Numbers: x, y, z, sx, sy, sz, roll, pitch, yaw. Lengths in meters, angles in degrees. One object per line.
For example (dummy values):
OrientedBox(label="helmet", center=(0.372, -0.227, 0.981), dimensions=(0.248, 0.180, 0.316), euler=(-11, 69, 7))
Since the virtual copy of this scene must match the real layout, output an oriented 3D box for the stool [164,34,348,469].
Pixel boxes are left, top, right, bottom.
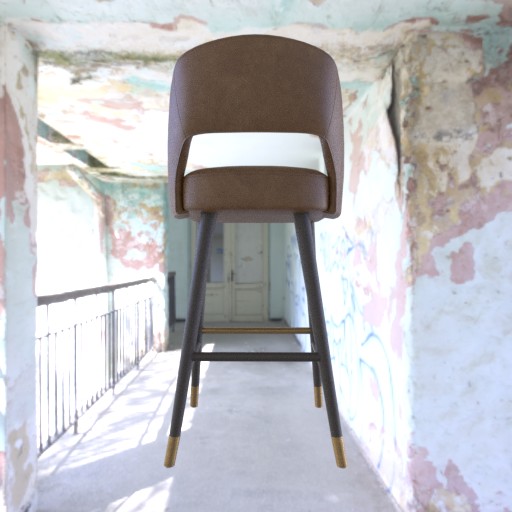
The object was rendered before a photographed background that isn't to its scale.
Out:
OrientedBox(label="stool", center=(0.000, 0.000, 1.280), dimensions=(0.494, 1.037, 0.509), euler=(0, 0, 0))
